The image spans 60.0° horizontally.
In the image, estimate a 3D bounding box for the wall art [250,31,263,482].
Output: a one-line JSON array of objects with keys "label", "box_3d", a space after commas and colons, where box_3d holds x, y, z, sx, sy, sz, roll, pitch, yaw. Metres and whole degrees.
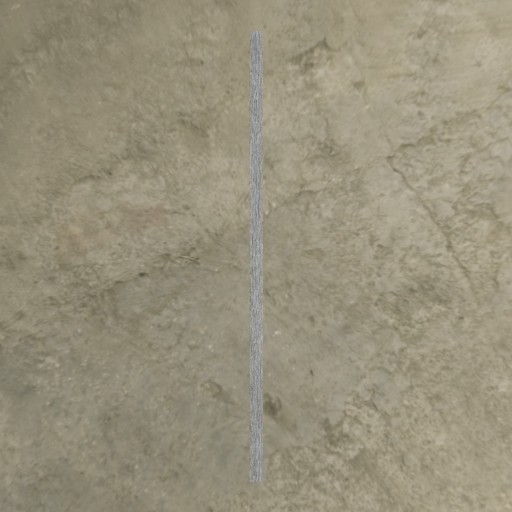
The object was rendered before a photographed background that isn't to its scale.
[{"label": "wall art", "box_3d": [0.000, 0.000, 1.015, 0.020, 0.685, 0.685, 0, 90, 0]}]
